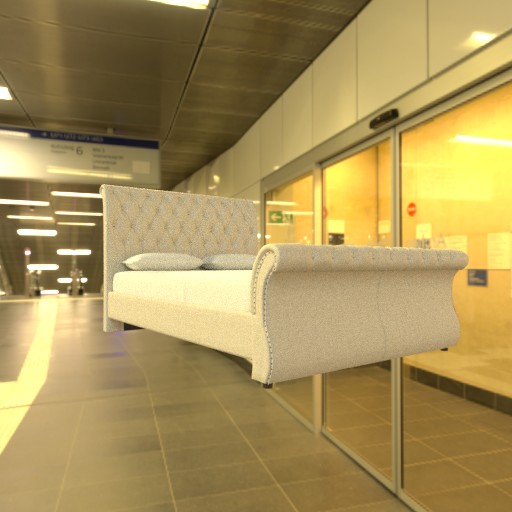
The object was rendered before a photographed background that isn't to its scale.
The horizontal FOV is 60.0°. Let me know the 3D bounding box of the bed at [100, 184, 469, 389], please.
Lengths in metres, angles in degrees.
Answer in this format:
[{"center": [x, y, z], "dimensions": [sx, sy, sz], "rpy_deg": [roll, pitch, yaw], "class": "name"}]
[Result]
[{"center": [0.000, 0.000, 3.383], "dimensions": [1.606, 1.268, 2.493], "rpy_deg": [1, -1, -37], "class": "bed"}]
